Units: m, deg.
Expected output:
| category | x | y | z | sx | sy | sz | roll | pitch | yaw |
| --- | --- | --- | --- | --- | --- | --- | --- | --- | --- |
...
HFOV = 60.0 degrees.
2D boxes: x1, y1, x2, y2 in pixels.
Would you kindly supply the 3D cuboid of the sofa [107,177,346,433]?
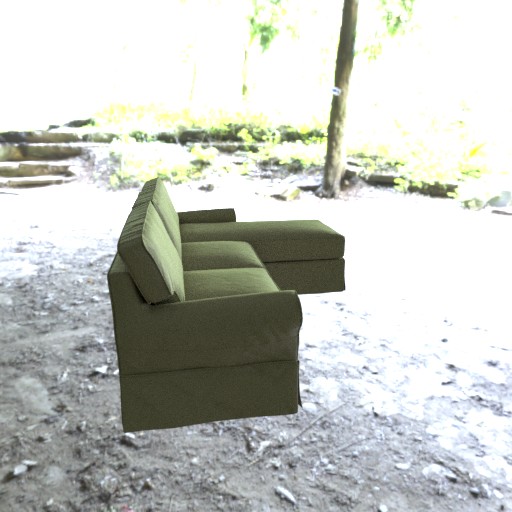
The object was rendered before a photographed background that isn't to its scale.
| category | x | y | z | sx | sy | sz | roll | pitch | yaw |
| --- | --- | --- | --- | --- | --- | --- | --- | --- | --- |
| sofa | 0.000 | 0.000 | 3.245 | 1.733 | 0.978 | 2.475 | -3 | 17 | -10 |
